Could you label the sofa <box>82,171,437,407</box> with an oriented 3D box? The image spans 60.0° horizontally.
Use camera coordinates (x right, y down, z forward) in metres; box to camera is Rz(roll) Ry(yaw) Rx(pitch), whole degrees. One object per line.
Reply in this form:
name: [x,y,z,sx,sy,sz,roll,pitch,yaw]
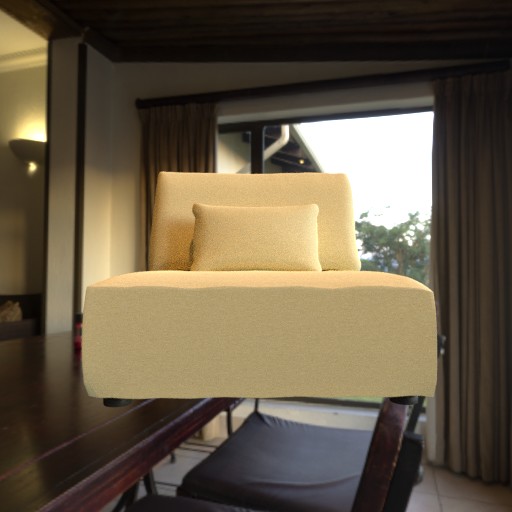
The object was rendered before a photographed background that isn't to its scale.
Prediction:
sofa: [0.000,0.000,1.651,0.930,0.820,1.000,0,-2,-1]
